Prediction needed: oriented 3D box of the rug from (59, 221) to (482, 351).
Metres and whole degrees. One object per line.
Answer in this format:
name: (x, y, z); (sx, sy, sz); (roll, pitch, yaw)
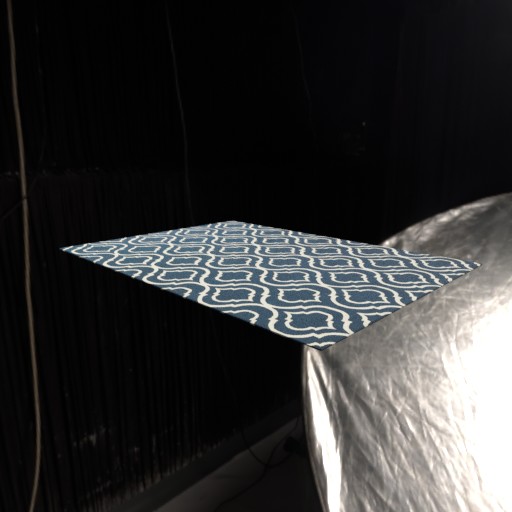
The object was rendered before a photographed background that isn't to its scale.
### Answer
rug: (0.000, 0.000, 4.299); (3.353, 0.010, 2.438); (13, 19, 43)
